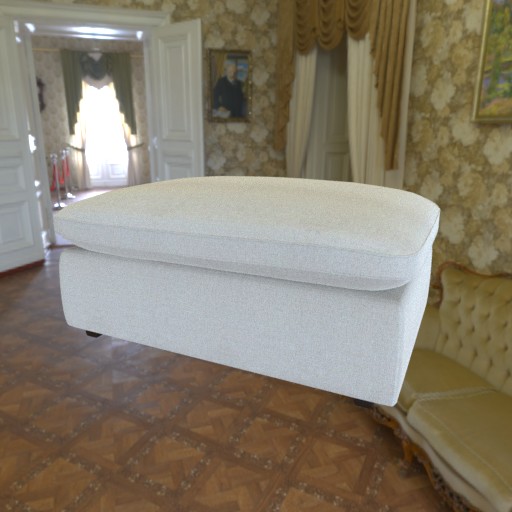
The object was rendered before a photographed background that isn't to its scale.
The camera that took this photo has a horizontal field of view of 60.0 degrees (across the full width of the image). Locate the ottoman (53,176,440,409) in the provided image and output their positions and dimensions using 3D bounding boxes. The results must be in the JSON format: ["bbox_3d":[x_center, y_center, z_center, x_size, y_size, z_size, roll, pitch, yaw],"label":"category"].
[{"bbox_3d":[0.000,0.000,1.344,0.984,0.453,0.686,7,17,25],"label":"ottoman"}]
